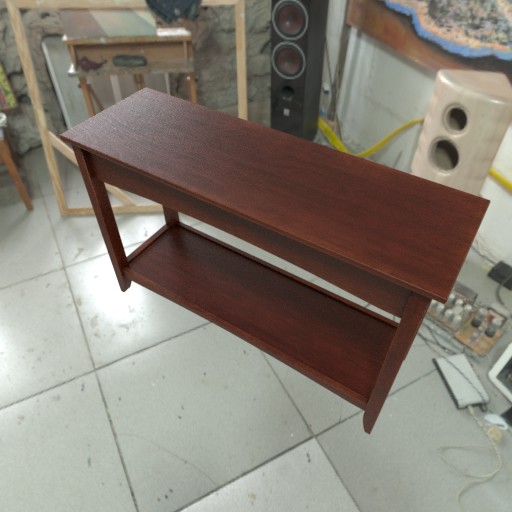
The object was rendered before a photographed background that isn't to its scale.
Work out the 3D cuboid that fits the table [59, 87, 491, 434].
[{"bbox_3d":[0.000,0.000,1.513,1.188,0.739,0.392,25,51,22],"label":"table"}]
